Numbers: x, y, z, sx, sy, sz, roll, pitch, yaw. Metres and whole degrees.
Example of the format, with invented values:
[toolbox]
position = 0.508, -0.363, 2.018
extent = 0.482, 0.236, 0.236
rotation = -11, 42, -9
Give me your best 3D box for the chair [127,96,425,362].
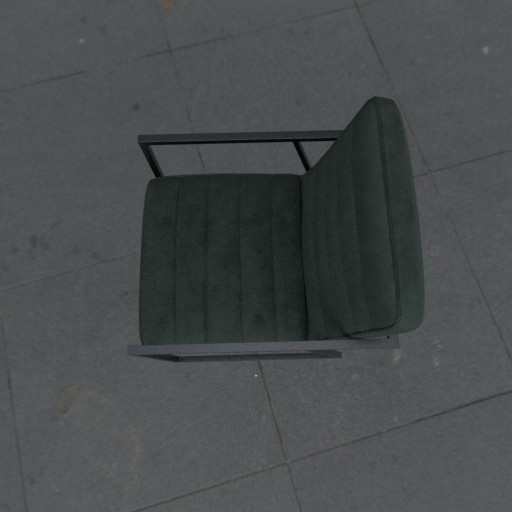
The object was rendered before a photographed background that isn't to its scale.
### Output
[chair]
position = 0.000, 0.000, 1.298
extent = 0.677, 0.833, 0.571
rotation = -1, 75, 0
